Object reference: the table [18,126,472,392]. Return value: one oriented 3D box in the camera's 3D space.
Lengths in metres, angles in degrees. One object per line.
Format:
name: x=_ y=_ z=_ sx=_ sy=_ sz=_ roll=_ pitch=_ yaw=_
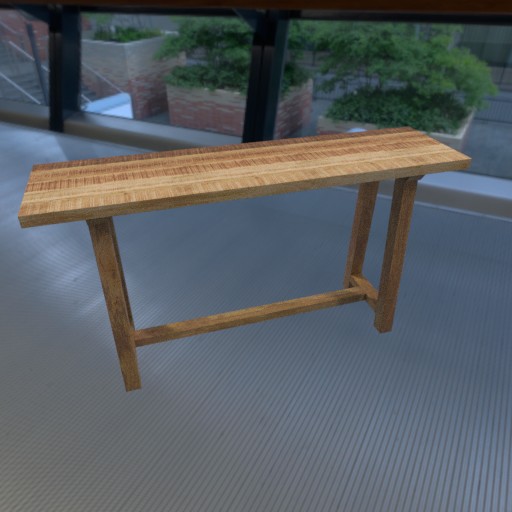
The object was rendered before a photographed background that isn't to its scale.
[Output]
table: x=0.000 y=0.000 z=1.814 sx=1.524 sy=0.810 sz=0.405 roll=-10 pitch=34 yaw=-14
